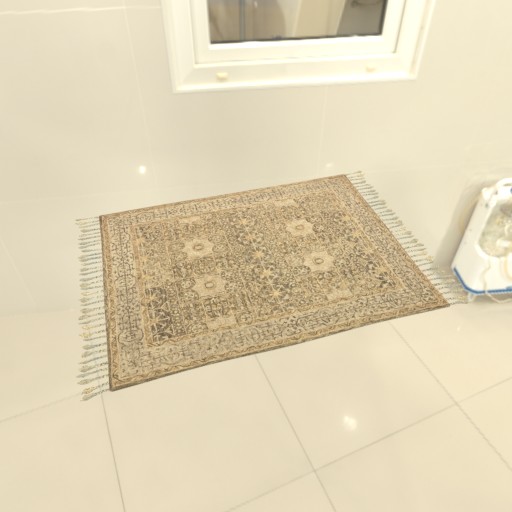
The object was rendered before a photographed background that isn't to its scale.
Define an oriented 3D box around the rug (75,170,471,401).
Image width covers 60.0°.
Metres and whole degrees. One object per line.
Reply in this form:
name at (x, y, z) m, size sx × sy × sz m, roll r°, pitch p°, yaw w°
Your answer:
rug at (0.000, 0.000, 3.143) m, size 2.465 × 0.023 × 1.619 m, roll -11°, pitch 44°, yaw -12°
